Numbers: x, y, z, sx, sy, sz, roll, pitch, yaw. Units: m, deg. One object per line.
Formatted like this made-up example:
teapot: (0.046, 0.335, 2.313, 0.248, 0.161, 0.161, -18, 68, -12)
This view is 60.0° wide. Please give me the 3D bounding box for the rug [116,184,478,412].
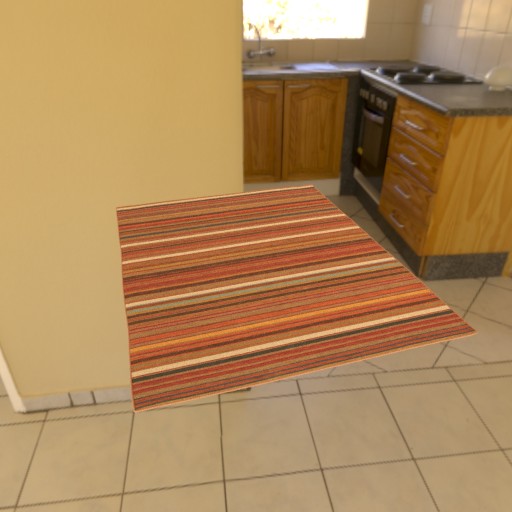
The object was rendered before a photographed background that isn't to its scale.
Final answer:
rug: (0.000, 0.000, 4.198, 2.479, 0.023, 3.092, -9, 32, -14)
